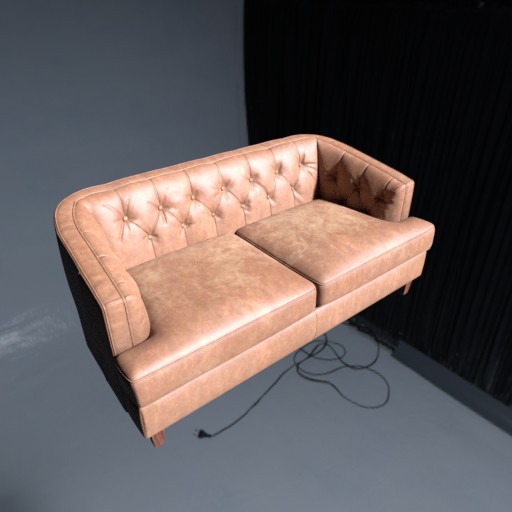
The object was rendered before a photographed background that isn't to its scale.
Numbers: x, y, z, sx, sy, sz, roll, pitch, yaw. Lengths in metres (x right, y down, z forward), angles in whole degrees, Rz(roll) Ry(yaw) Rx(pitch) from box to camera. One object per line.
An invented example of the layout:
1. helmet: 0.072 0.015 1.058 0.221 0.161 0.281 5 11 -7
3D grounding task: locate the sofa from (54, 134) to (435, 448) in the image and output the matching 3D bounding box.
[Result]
1. sofa: 0.000 0.000 2.236 1.755 0.786 0.914 -23 39 -32
